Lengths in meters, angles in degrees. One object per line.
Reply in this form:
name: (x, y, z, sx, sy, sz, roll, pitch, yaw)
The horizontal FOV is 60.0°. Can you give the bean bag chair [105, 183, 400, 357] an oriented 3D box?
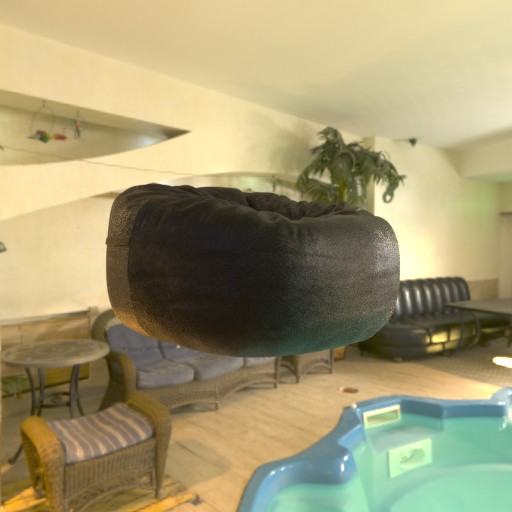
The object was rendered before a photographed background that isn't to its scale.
bean bag chair: (0.000, 0.000, 2.465, 1.524, 0.878, 1.524, -1, 2, -36)
